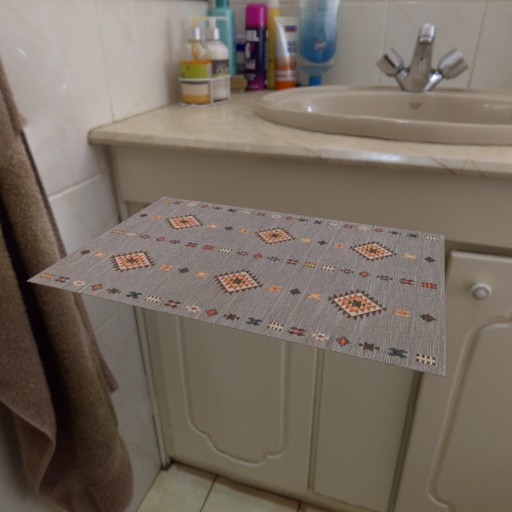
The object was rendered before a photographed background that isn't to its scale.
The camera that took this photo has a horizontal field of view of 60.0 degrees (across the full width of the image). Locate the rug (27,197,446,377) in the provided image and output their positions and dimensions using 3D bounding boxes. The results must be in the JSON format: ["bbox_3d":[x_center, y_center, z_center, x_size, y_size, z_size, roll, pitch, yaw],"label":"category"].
[{"bbox_3d":[0.000,0.000,2.284,1.818,0.005,1.217,10,29,18],"label":"rug"}]
